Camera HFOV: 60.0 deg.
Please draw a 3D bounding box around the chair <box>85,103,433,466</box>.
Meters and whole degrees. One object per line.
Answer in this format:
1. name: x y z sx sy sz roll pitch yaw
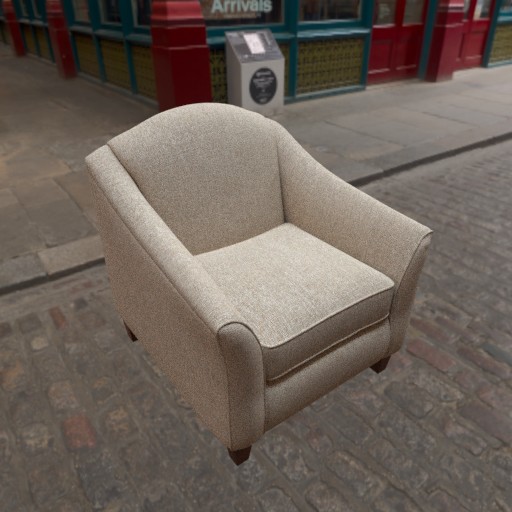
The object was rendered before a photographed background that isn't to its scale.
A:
1. chair: 0.000 0.000 1.438 0.763 0.839 0.787 -21 36 -31
